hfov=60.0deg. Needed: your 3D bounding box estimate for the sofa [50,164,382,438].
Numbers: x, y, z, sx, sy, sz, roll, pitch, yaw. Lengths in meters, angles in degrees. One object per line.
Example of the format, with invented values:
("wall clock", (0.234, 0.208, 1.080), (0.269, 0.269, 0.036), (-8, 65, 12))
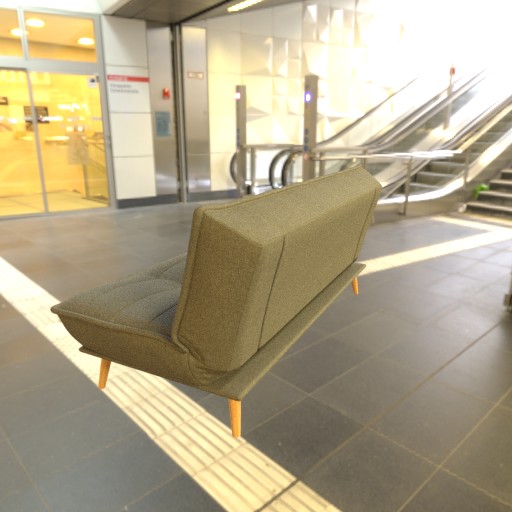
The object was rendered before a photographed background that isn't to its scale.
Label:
("sofa", (0.000, 0.000, 2.435), (0.950, 0.890, 1.940), (8, 18, 26))
